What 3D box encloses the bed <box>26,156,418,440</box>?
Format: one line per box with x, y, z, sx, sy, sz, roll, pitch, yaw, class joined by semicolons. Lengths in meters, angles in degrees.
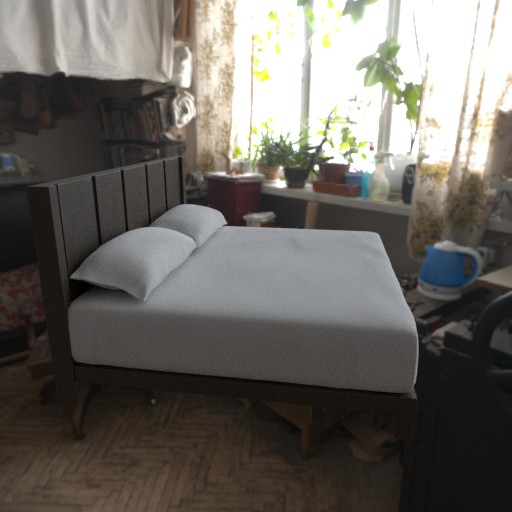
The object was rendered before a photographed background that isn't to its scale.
0.000;0.000;3.284;2.012;1.270;2.134;3;17;9;bed
